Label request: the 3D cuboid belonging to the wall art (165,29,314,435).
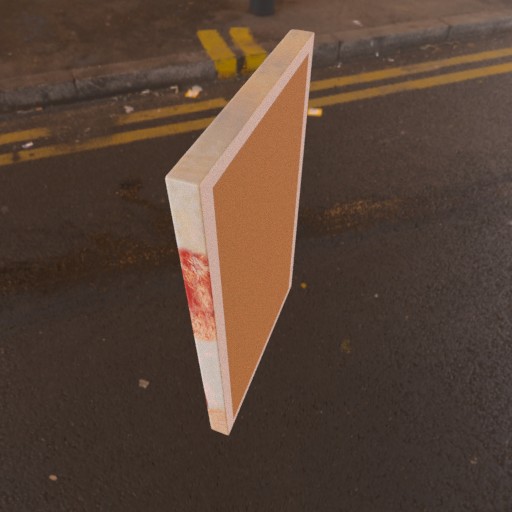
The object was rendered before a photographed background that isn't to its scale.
[{"bbox_3d":[0.000,0.000,0.771,0.038,0.610,0.401,16,49,14],"label":"wall art"}]
